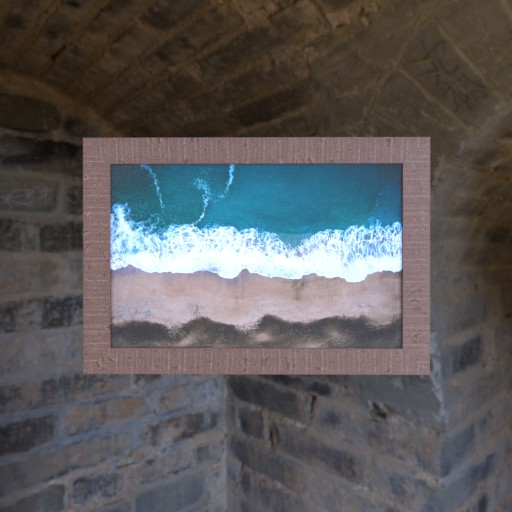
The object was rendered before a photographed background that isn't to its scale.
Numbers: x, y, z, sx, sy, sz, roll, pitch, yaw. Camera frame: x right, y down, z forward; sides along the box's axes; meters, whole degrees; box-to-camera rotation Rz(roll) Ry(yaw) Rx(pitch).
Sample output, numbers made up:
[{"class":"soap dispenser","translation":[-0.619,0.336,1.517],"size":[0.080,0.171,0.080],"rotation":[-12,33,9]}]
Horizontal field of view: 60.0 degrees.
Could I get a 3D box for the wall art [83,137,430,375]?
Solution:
[{"class":"wall art","translation":[0.000,0.000,1.181],"size":[0.917,0.626,0.019],"rotation":[0,0,1]}]
